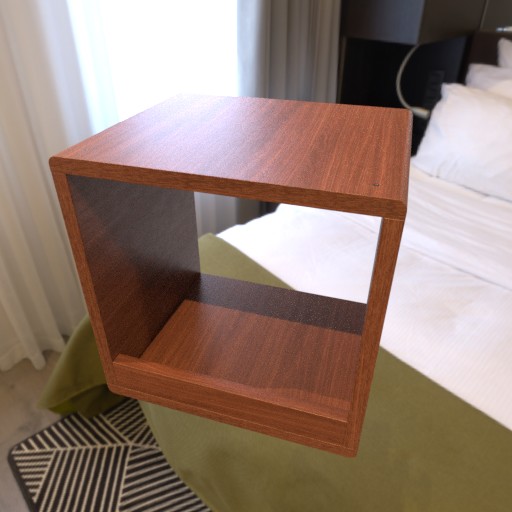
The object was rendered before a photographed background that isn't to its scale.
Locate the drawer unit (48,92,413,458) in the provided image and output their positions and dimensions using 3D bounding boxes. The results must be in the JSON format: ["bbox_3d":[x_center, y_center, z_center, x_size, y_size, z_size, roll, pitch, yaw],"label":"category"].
[{"bbox_3d":[0.000,0.000,0.611,0.349,0.351,0.290,10,34,15],"label":"drawer unit"}]
